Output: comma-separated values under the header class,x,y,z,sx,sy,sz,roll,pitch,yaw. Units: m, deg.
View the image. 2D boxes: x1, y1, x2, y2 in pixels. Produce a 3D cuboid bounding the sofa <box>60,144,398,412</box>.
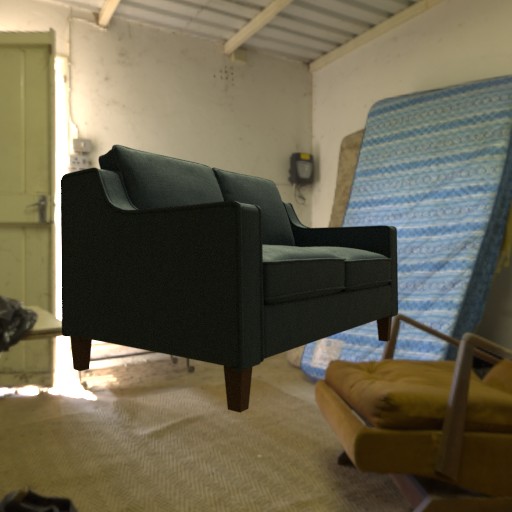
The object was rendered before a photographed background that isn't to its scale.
class,x,y,z,sx,sy,sz,roll,pitch,yaw
sofa,0.000,0.000,2.211,0.987,0.971,1.501,0,0,35
